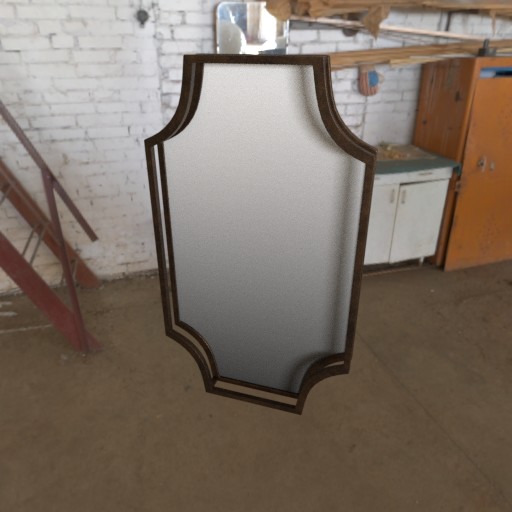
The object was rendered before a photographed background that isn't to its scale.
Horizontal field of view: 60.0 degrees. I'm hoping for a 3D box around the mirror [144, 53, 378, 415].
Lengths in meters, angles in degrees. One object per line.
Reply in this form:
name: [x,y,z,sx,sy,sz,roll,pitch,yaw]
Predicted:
mirror: [0.000,0.000,0.981,0.462,0.811,0.066,8,28,16]
